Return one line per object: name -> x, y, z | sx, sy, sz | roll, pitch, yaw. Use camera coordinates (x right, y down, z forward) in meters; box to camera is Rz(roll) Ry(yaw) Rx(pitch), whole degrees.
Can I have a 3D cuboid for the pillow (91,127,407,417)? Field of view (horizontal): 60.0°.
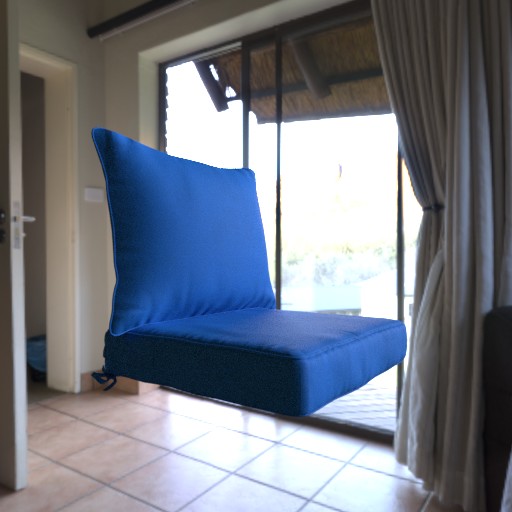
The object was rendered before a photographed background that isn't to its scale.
pillow -> 0.000, 0.000, 1.364 | 0.733, 0.725, 0.798 | 0, -1, 36
